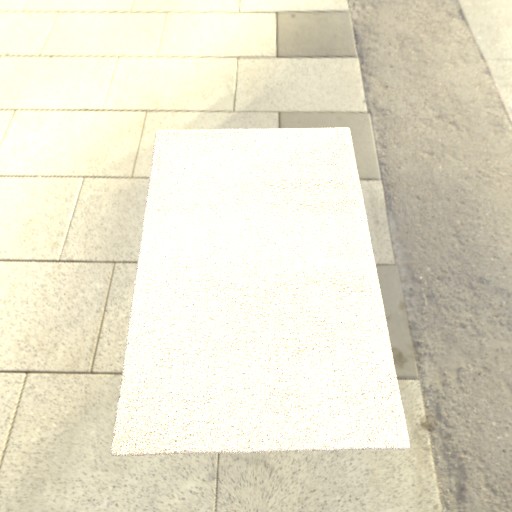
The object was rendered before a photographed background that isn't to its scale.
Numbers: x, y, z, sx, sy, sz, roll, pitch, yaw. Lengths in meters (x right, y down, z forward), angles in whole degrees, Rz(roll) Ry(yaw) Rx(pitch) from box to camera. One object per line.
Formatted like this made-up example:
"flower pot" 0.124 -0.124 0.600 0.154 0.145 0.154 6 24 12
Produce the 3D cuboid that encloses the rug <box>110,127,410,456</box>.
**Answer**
"rug" 0.000 0.000 3.344 1.778 0.030 2.743 -1 58 -1
